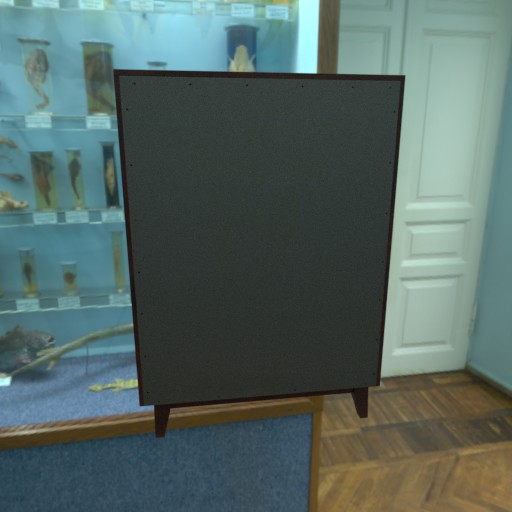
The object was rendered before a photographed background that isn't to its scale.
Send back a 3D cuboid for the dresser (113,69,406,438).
[{"bbox_3d":[0.000,0.000,2.044,1.072,1.514,0.506,-2,15,-8],"label":"dresser"}]
